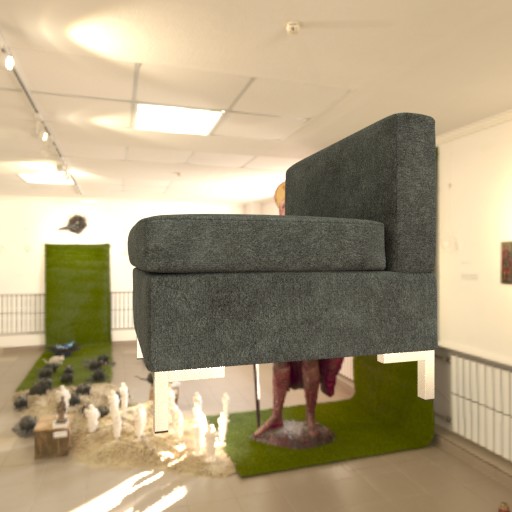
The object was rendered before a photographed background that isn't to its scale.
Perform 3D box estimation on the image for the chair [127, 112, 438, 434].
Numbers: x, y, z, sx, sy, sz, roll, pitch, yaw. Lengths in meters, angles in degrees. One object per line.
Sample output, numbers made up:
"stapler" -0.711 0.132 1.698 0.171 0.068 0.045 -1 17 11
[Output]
"chair" 0.000 0.000 1.228 0.680 0.660 0.680 0 0 -18
